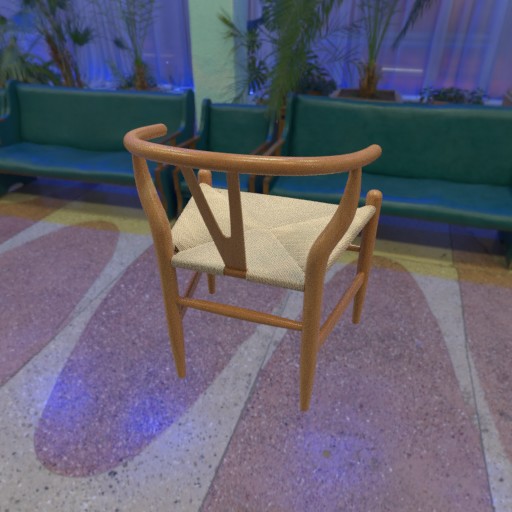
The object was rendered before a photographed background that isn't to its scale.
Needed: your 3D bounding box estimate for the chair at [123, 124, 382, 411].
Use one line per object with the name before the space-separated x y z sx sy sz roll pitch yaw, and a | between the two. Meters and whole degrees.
chair | 0.000 0.000 1.159 0.569 0.730 0.579 10 33 16
